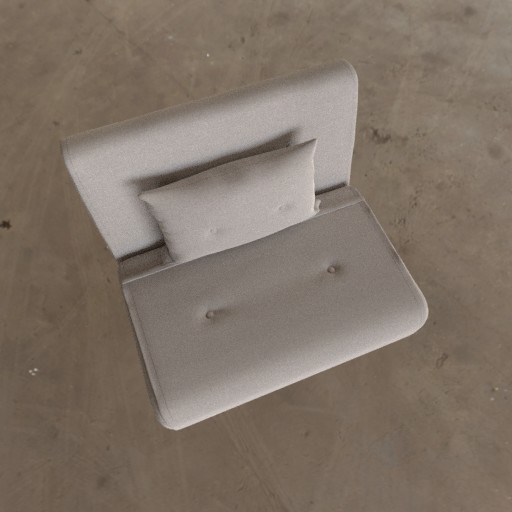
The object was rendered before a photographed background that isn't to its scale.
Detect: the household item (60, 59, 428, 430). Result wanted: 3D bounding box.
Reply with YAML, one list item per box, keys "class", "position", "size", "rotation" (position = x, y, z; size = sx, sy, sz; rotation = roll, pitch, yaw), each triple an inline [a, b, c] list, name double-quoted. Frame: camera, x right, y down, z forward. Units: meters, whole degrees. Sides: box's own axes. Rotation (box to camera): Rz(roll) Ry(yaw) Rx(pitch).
- class: "household item"
  position: [0.000, 0.000, 1.600]
  size: [1.000, 0.800, 0.874]
  rotation: [-19, 66, -9]
